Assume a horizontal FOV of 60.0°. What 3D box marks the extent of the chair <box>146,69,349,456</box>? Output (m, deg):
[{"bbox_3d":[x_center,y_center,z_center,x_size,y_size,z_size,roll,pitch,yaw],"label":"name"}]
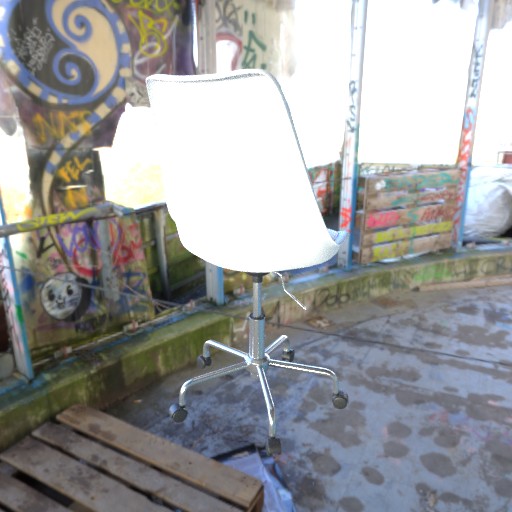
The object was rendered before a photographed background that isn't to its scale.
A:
[{"bbox_3d":[0.000,0.000,1.261,0.550,0.930,0.550,9,19,27],"label":"chair"}]
